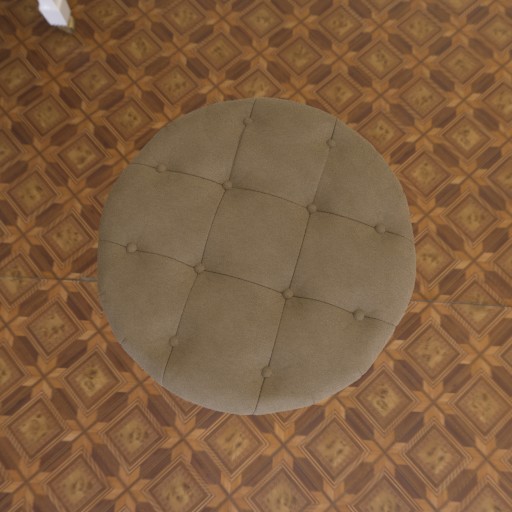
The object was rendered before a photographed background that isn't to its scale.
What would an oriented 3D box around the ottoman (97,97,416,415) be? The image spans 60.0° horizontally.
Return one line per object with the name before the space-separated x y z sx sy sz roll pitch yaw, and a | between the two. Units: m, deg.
ottoman | 0.000 0.000 1.366 0.901 0.439 0.901 0 76 0
